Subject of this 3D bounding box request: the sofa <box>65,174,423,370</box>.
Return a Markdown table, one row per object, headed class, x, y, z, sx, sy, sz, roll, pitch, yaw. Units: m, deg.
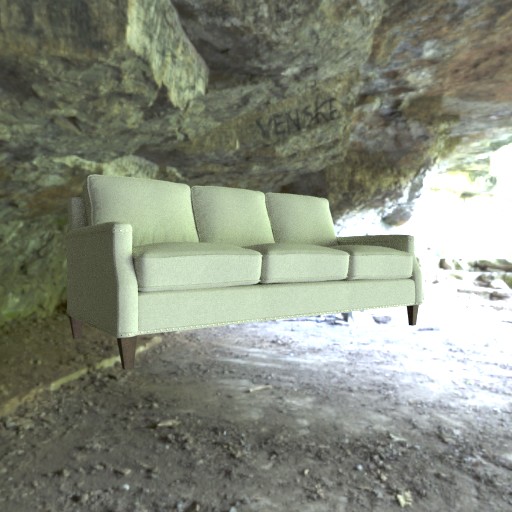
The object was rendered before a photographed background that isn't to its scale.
| class | x | y | z | sx | sy | sz | roll | pitch | yaw |
| --- | --- | --- | --- | --- | --- | --- | --- | --- | --- |
| sofa | 0.000 | 0.000 | 2.979 | 2.246 | 1.003 | 1.084 | 0 | 0 | -36 |
